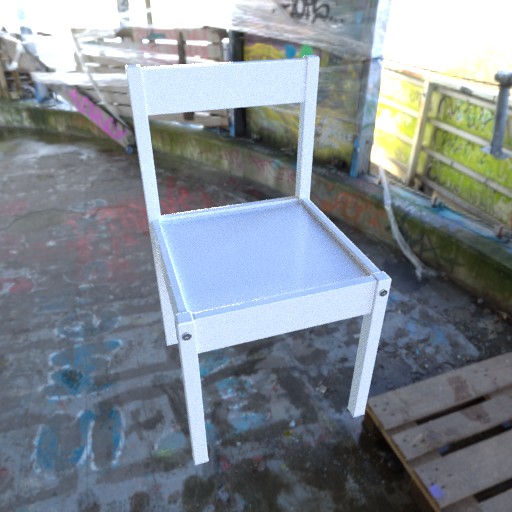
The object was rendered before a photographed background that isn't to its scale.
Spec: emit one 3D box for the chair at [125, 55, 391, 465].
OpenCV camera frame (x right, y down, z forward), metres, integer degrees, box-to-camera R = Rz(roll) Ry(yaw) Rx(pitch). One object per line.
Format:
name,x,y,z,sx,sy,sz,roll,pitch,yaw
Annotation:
chair,0.000,0.000,0.667,0.285,0.505,0.285,-10,34,-15
